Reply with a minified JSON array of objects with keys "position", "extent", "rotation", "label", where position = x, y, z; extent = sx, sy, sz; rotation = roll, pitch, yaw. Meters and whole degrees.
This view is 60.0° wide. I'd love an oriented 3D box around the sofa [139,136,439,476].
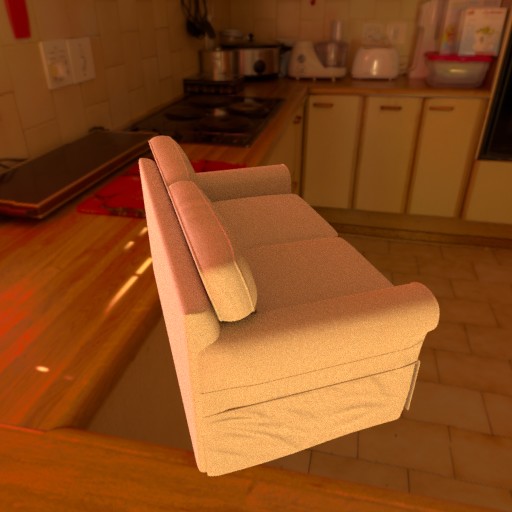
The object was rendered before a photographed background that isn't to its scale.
[{"position":[0.000,0.000,2.318],"extent":[0.991,0.940,1.727],"rotation":[-9,31,-15],"label":"sofa"}]
